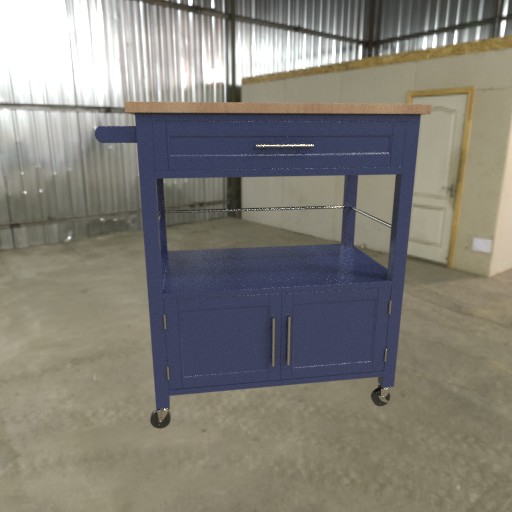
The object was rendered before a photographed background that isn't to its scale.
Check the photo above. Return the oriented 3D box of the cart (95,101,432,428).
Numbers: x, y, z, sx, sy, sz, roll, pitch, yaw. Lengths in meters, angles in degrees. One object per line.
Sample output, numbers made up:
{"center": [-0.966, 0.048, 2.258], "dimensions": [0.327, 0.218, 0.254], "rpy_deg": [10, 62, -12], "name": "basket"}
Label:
{"center": [0.000, 0.000, 1.411], "dimensions": [0.840, 0.901, 0.459], "rpy_deg": [-3, 16, -9], "name": "cart"}
